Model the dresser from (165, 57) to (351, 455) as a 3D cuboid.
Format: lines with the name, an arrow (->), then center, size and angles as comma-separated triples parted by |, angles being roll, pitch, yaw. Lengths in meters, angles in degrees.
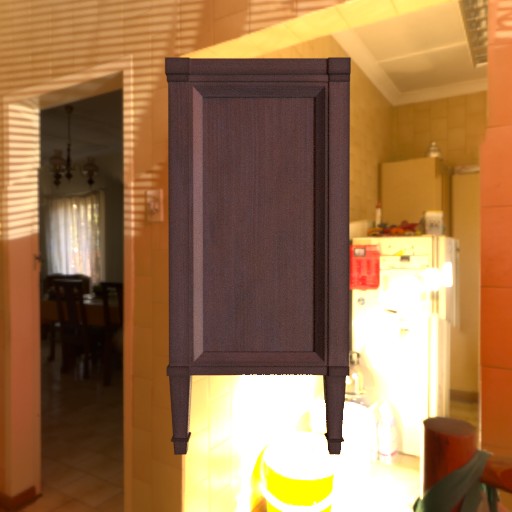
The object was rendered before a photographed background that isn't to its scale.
dresser -> 0.000, 0.000, 1.613 | 0.463, 0.986, 1.049 | 0, 1, 0
